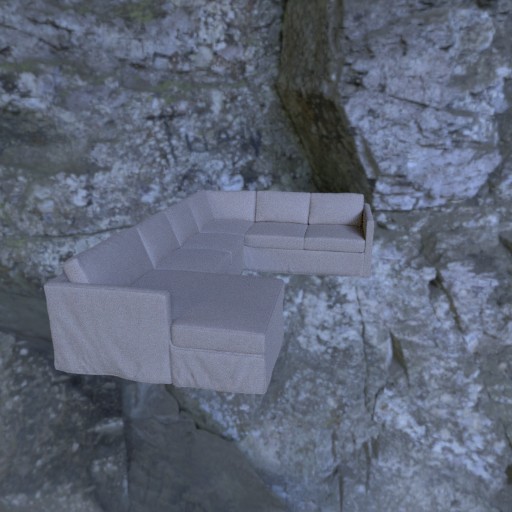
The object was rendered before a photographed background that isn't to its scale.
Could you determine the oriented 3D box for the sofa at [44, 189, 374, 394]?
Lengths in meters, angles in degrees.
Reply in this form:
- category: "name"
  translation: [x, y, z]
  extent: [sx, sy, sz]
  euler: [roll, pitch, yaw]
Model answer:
- category: "sofa"
  translation: [0.000, 0.000, 4.616]
  extent: [2.476, 0.878, 3.528]
  euler: [3, 18, 10]
